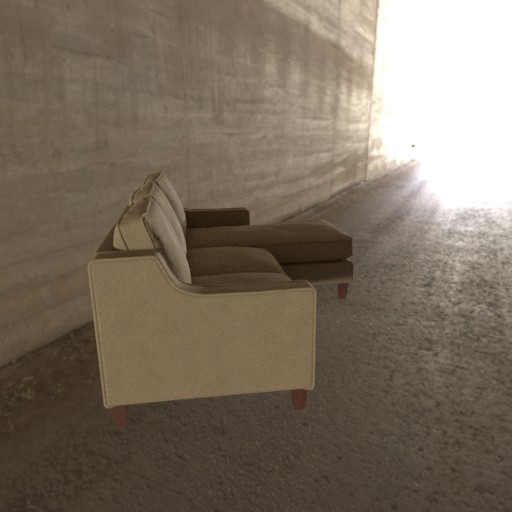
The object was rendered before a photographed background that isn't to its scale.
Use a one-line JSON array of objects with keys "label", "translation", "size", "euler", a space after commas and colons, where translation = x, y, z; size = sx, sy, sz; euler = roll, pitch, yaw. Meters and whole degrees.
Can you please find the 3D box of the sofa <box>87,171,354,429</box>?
[{"label": "sofa", "translation": [0.000, 0.000, 3.235], "size": [1.858, 1.066, 2.317], "euler": [-3, 16, -9]}]
